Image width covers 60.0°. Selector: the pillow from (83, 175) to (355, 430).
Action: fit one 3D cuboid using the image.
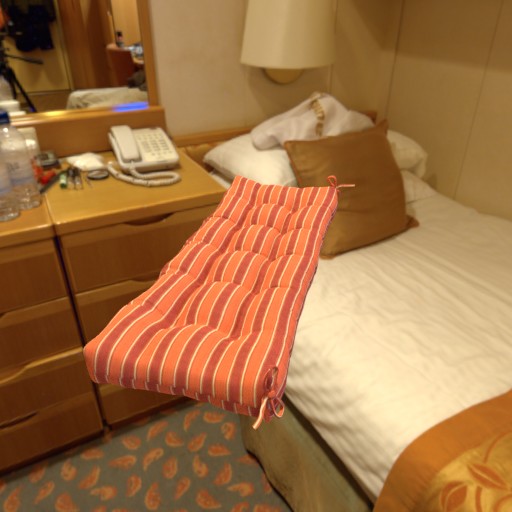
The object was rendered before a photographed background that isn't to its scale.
[{"bbox_3d":[0.000,0.000,1.383,0.511,0.174,1.194,8,32,13],"label":"pillow"}]
